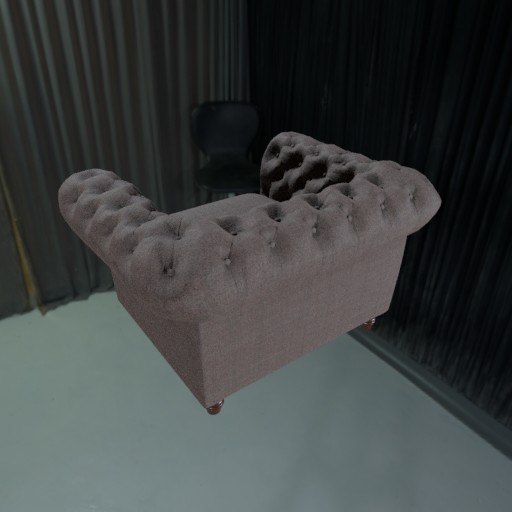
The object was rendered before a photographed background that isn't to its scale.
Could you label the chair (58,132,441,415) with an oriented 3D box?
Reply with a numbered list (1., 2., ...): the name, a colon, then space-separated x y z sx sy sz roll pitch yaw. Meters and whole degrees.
1. chair: 0.000 0.000 1.894 1.298 0.780 0.945 -20 35 -31
